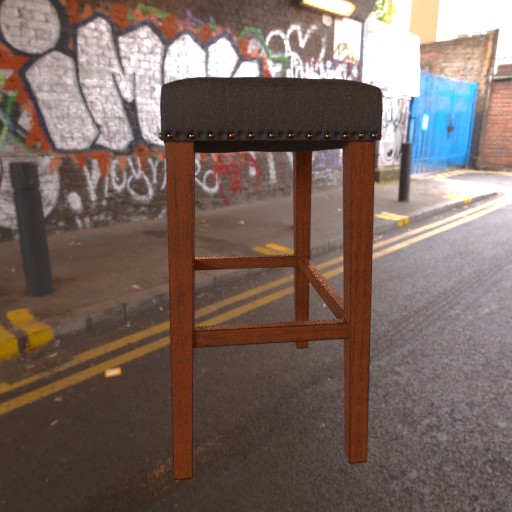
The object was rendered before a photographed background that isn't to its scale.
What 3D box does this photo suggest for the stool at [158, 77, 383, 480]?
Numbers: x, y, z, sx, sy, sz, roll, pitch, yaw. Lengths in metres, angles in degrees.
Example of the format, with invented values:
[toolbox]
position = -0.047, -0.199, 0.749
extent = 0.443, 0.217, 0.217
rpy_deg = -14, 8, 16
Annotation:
[stool]
position = 0.000, 0.000, 0.852
extent = 0.320, 0.612, 0.439
rpy_deg = -2, 16, -7
